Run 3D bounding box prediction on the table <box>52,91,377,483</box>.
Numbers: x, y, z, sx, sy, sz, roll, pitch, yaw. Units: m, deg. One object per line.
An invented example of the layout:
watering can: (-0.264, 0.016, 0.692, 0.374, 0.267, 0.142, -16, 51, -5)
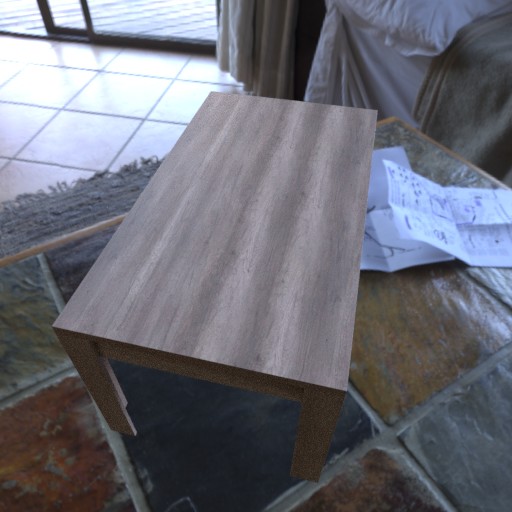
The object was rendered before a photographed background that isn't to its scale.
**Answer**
table: (0.000, 0.000, 2.101, 0.900, 0.775, 1.600, 10, 47, 9)
